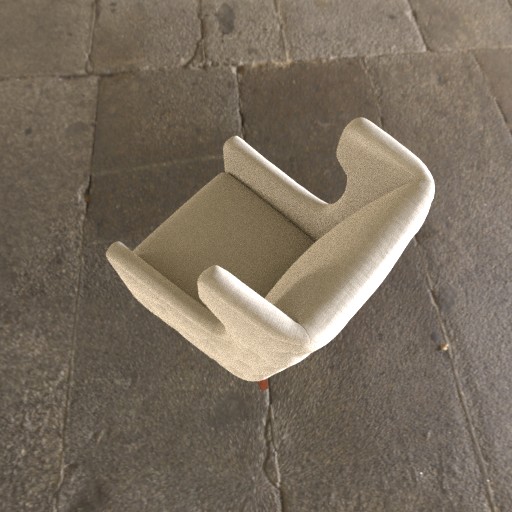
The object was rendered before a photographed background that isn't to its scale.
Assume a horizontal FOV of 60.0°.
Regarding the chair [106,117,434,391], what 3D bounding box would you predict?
[{"bbox_3d":[0.000,0.000,1.702,0.899,1.079,0.778,37,68,17],"label":"chair"}]
